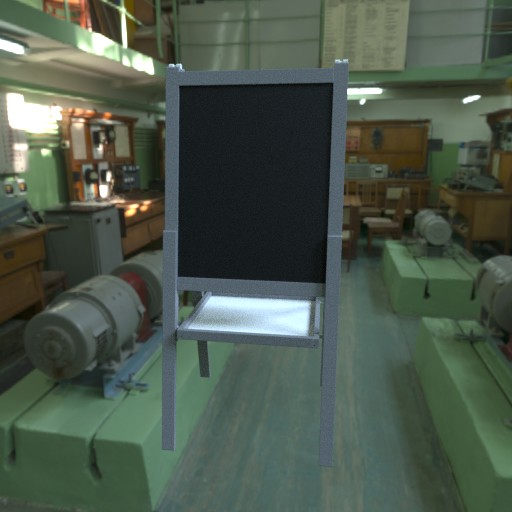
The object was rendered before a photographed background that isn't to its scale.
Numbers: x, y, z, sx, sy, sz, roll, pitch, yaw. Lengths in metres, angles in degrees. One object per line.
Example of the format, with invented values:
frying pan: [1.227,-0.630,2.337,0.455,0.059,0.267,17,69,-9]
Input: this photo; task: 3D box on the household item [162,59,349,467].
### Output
household item: [0.000,0.000,1.442,0.531,1.172,0.469,2,15,8]
